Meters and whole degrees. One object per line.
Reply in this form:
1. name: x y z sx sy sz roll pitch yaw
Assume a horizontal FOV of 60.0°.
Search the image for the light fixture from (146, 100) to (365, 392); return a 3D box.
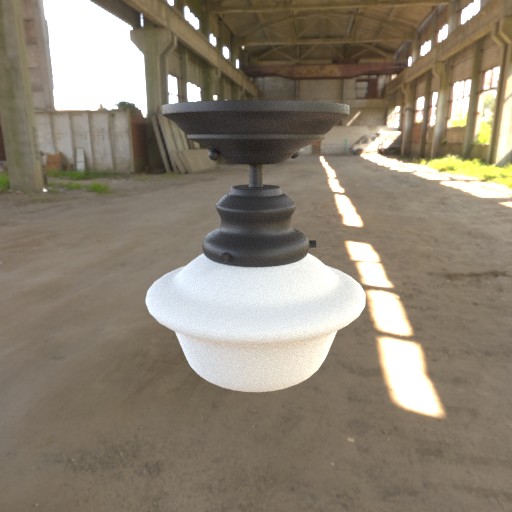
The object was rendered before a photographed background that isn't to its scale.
1. light fixture: 0.000 0.000 0.398 0.197 0.254 0.197 0 15 0
